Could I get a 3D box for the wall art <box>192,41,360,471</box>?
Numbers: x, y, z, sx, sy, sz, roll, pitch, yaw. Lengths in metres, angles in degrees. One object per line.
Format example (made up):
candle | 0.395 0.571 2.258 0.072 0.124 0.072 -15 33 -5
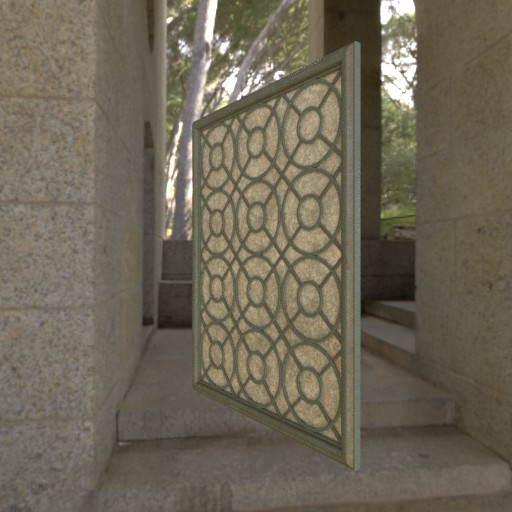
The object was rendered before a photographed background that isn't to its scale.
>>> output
wall art | 0.000 0.000 1.322 0.030 0.983 0.767 0 0 -37
